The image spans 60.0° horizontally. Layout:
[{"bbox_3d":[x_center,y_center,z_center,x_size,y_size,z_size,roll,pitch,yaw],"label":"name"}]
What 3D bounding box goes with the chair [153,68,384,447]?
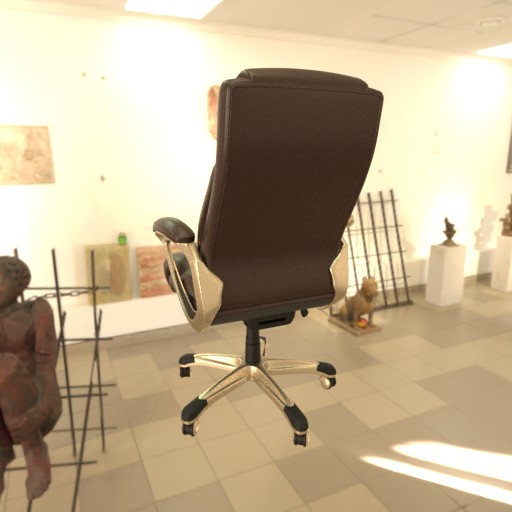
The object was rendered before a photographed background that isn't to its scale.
[{"bbox_3d":[0.000,0.000,1.638,0.692,1.194,0.749,-6,15,-25],"label":"chair"}]
